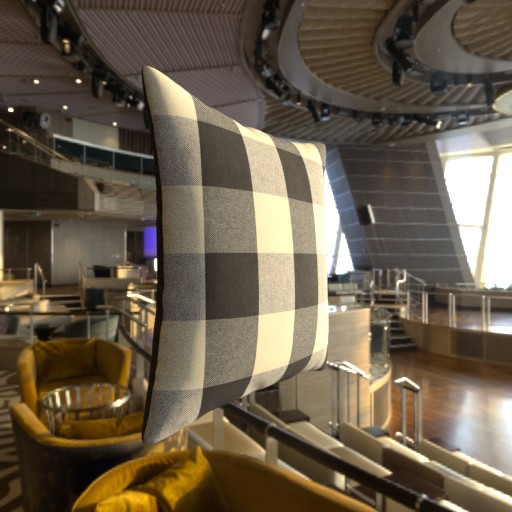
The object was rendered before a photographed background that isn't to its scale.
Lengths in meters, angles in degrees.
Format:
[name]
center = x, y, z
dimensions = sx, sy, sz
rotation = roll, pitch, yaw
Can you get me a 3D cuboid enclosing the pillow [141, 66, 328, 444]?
[pillow]
center = 0.000, 0.000, 0.796
dimensions = 0.161, 0.509, 0.511
rotation = 0, 0, 36
